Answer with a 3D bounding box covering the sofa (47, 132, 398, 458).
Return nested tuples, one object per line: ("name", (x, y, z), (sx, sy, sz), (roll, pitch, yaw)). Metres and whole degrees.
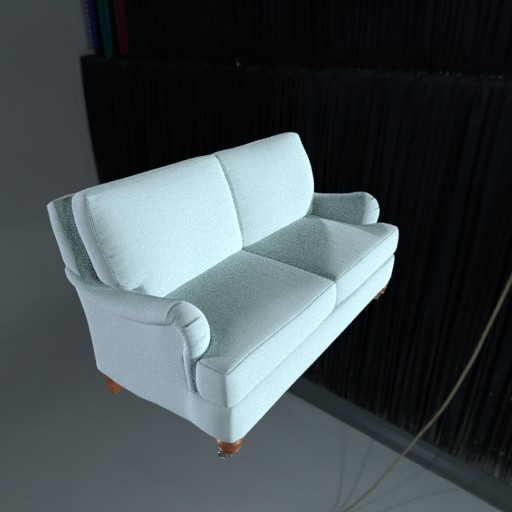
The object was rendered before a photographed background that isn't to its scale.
("sofa", (0.000, 0.000, 2.546), (1.084, 1.101, 1.853), (18, 31, 32))
